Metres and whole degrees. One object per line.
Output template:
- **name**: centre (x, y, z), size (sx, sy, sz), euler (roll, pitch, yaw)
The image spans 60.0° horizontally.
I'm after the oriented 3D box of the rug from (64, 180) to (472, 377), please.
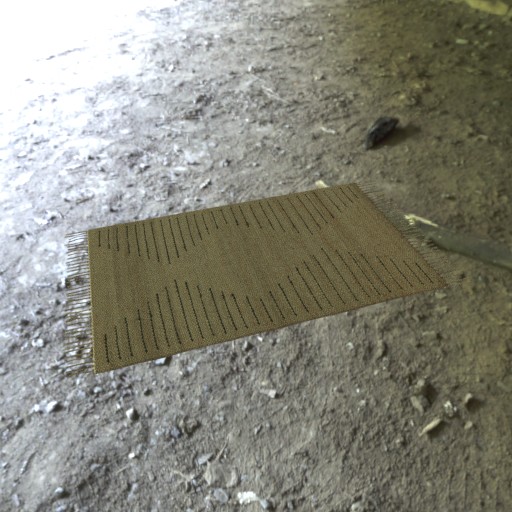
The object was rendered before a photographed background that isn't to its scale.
- **rug**: centre (0.000, 0.000, 2.076), size (1.718, 0.017, 0.905), euler (-12, 42, -13)
